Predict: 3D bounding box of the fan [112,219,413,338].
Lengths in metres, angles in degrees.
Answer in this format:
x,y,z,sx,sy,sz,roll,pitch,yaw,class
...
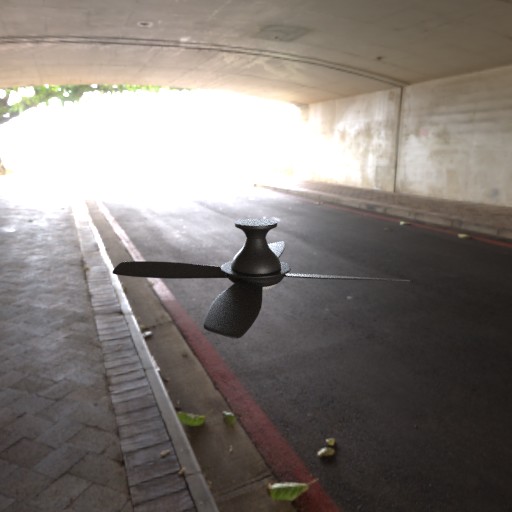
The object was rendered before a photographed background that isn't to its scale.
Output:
x,y,z,sx,sy,sz,roll,pitch,yaw,class
0.000,0.000,2.484,1.694,0.382,1.694,2,14,9,fan
